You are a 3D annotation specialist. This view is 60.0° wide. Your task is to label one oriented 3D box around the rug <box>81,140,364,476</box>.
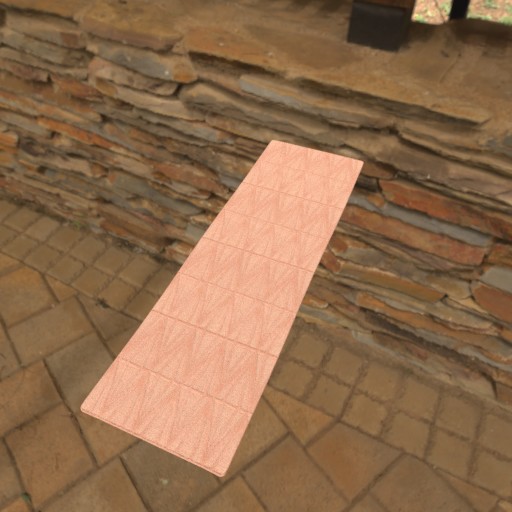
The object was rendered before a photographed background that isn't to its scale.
[{"bbox_3d":[0.000,0.000,2.719,0.760,0.015,2.435,18,50,15],"label":"rug"}]
